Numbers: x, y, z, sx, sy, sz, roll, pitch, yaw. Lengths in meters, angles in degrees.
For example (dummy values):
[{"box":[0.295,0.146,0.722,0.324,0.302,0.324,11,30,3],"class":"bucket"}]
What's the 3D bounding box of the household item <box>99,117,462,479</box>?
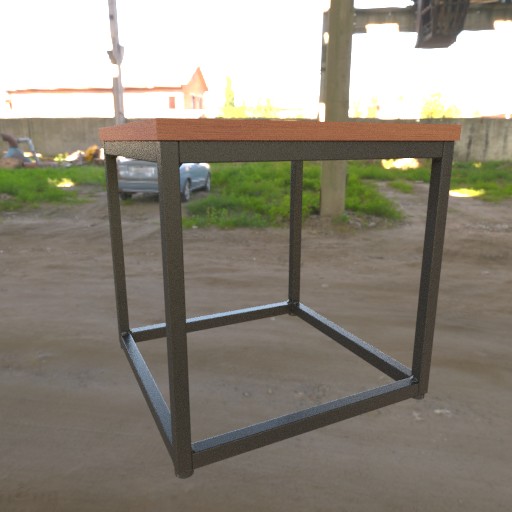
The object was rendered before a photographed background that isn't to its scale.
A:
[{"box":[0.000,0.000,0.715,0.400,0.400,0.400,-7,16,-25],"class":"household item"}]
